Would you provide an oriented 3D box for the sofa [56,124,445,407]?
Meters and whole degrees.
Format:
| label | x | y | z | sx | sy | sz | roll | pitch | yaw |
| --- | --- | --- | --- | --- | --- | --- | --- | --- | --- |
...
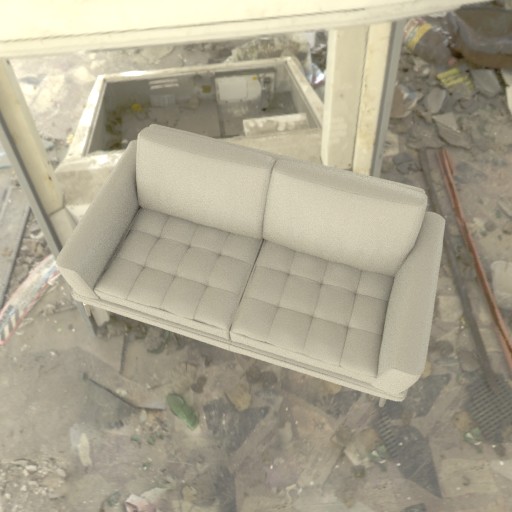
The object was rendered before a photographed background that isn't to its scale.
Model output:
| label | x | y | z | sx | sy | sz | roll | pitch | yaw |
| --- | --- | --- | --- | --- | --- | --- | --- | --- | --- |
| sofa | 0.000 | 0.000 | 2.767 | 2.177 | 0.930 | 1.121 | 16 | 61 | 9 |
